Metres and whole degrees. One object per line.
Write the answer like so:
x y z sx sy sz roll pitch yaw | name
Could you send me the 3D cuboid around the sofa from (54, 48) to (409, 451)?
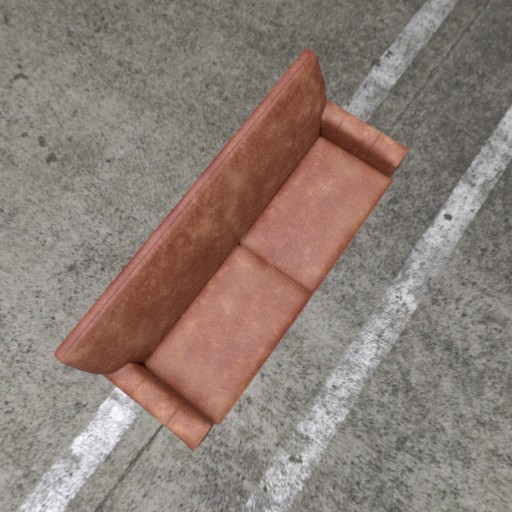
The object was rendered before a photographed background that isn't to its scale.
0.000 0.000 2.597 0.805 0.947 2.053 35 78 8 | sofa
